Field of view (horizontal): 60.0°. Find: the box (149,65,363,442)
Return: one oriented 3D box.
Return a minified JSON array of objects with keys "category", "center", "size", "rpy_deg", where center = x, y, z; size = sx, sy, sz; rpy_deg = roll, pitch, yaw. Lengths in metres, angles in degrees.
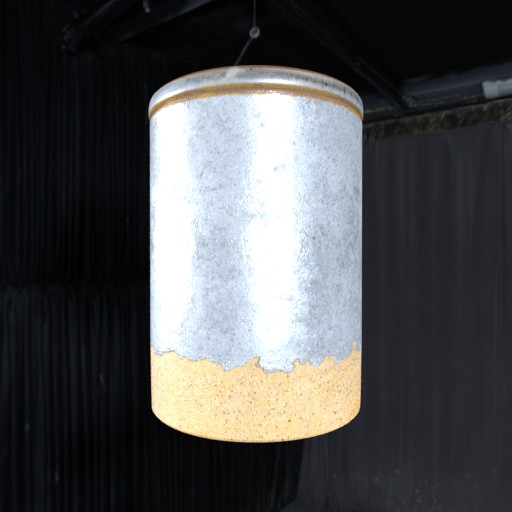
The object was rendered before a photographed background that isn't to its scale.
[{"category":"box","center":[0.000,0.000,0.250],"size":[0.118,0.168,0.118],"rpy_deg":[0,-1,0]}]
